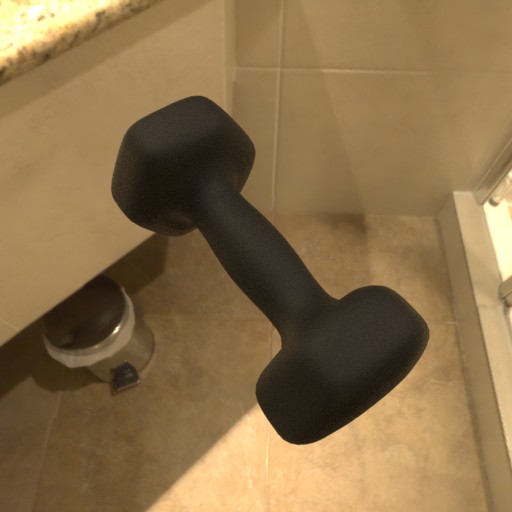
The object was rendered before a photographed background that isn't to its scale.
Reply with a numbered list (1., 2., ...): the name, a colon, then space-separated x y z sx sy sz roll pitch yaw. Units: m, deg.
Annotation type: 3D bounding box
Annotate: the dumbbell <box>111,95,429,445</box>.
1. dumbbell: 0.000 0.000 0.293 0.112 0.101 0.231 -32 66 -16
